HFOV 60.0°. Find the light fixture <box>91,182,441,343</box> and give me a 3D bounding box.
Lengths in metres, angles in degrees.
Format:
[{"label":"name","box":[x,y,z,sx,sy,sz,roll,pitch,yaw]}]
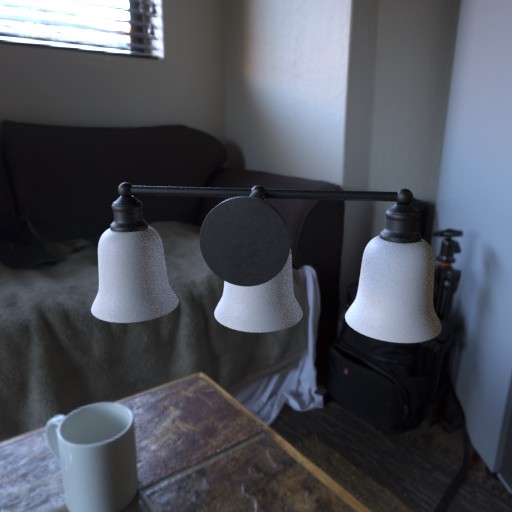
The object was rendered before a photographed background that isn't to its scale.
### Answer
[{"label":"light fixture","box":[0.000,0.000,0.673,0.570,0.211,0.198,3,17,8]}]
